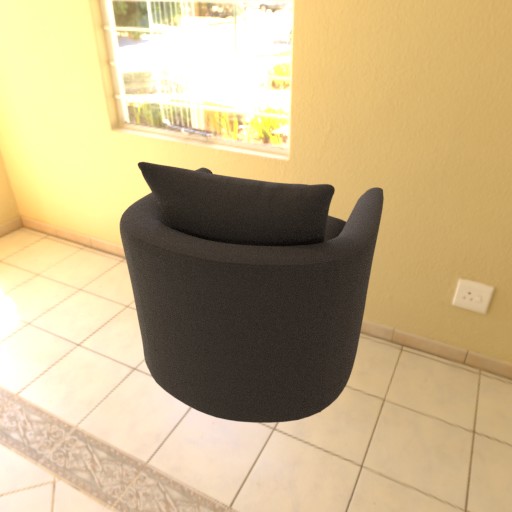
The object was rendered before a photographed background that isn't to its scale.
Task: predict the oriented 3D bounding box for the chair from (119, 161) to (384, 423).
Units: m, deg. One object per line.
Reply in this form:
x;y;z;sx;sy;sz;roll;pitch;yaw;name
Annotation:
0.000;0.000;1.657;0.845;0.848;0.910;9;33;15;chair
